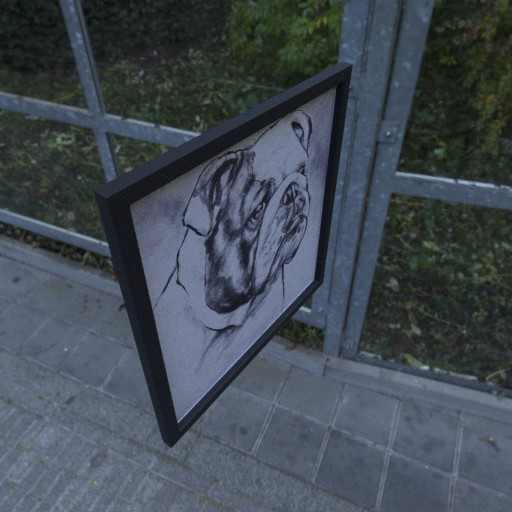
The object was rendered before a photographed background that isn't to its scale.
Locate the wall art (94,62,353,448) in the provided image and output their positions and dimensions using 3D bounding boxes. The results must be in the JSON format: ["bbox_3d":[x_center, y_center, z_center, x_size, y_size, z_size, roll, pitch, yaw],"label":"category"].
[{"bbox_3d":[0.000,0.000,0.674,0.022,0.453,0.456,26,47,27],"label":"wall art"}]
